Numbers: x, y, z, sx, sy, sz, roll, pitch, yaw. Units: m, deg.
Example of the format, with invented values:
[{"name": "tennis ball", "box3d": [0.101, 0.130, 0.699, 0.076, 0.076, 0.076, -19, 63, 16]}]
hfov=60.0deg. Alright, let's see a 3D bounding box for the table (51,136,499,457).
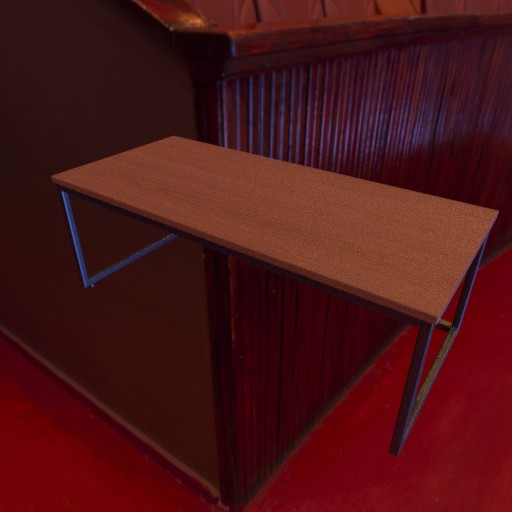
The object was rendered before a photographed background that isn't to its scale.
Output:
[{"name": "table", "box3d": [0.000, 0.000, 1.284, 1.100, 0.400, 0.500, 20, 37, 30]}]
